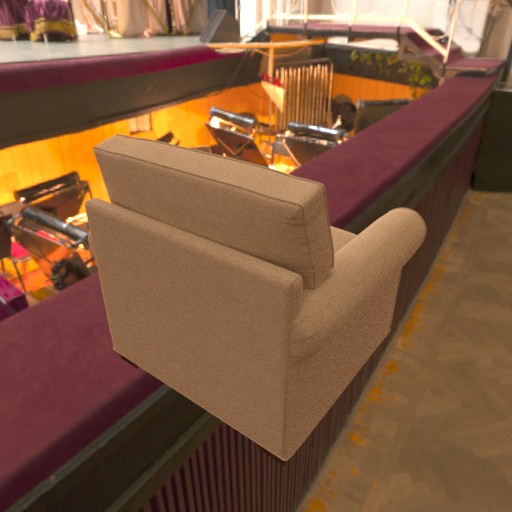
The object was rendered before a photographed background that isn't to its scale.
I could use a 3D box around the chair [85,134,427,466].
[{"bbox_3d":[0.000,0.000,1.747,1.040,0.955,0.863,21,35,32],"label":"chair"}]
